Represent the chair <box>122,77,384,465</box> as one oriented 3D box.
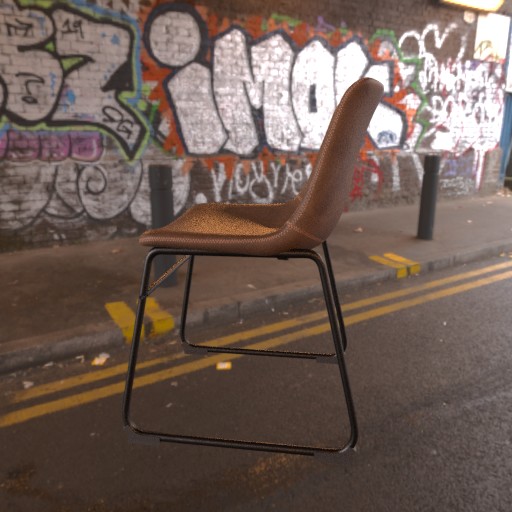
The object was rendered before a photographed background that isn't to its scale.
[{"bbox_3d":[0.000,0.000,1.091,0.551,0.780,0.460,2,15,8],"label":"chair"}]
